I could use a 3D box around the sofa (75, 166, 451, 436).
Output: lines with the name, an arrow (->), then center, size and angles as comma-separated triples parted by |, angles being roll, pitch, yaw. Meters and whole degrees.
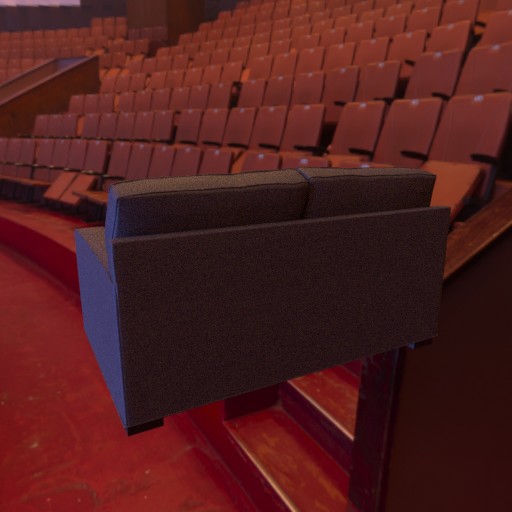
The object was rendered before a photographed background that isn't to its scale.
sofa -> 0.000, 0.000, 2.157 | 1.534, 0.887, 0.974 | -8, 17, -27
